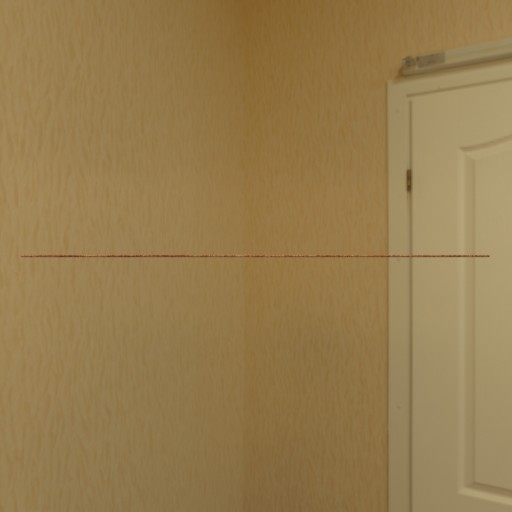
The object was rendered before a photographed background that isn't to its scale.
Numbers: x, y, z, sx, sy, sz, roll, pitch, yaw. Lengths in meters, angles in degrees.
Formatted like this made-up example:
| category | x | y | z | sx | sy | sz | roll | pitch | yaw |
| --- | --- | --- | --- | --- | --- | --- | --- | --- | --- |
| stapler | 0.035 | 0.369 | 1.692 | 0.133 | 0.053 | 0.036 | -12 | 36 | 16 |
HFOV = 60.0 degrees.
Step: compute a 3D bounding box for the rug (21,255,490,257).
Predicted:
| category | x | y | z | sx | sy | sz | roll | pitch | yaw |
| --- | --- | --- | --- | --- | --- | --- | --- | --- | --- |
| rug | 0.000 | 0.000 | 2.669 | 2.435 | 0.011 | 0.750 | 0 | 0 | -1 |
